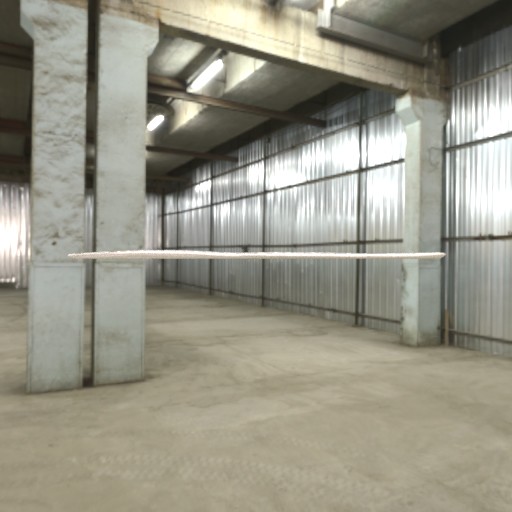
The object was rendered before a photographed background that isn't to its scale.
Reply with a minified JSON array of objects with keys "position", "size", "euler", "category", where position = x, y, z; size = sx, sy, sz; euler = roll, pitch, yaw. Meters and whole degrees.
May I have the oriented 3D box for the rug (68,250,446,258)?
[{"position":[0.000,0.000,3.010],"size":[1.537,0.036,2.447],"euler":[0,0,0],"category":"rug"}]
